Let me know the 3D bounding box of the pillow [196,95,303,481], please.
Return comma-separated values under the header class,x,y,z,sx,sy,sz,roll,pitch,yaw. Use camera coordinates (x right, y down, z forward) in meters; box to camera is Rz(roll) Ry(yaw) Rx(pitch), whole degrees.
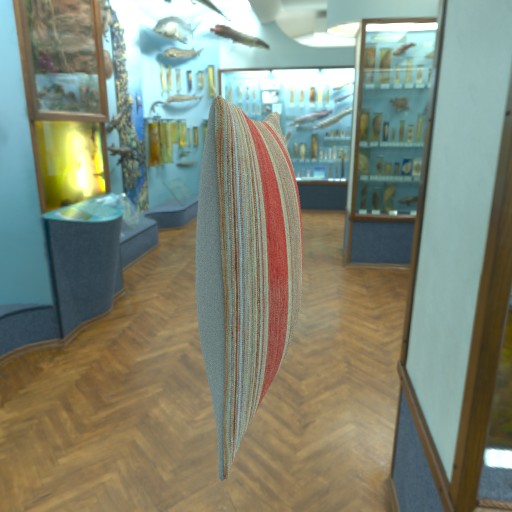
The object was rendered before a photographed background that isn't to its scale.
class,x,y,z,sx,sy,sz,roll,pitch,yaw
pillow,0.000,0.000,0.650,0.136,0.419,0.437,3,16,9
